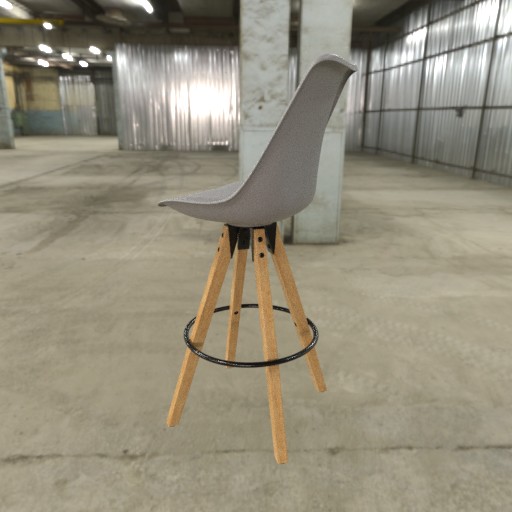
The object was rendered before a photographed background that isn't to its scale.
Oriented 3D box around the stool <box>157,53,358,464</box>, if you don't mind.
[{"bbox_3d":[0.000,0.000,1.399,0.550,1.115,0.485,8,18,24],"label":"stool"}]
